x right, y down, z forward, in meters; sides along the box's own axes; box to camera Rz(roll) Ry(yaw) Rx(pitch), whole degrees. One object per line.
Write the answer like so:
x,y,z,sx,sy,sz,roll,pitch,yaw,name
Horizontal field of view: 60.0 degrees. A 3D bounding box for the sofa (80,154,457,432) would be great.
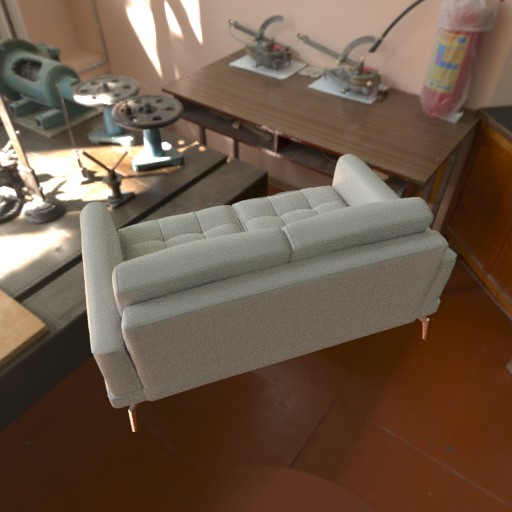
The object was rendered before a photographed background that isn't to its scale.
0.000,0.000,2.464,1.819,0.930,1.121,-13,45,-14,sofa
